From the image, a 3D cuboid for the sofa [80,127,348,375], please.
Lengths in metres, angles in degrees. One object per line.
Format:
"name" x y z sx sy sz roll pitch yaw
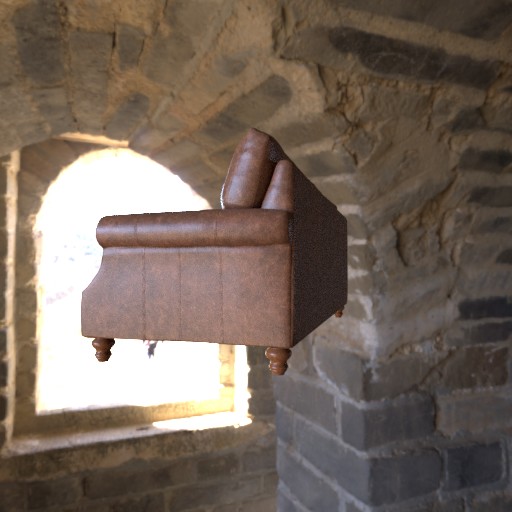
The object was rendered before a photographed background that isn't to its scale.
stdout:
"sofa" 0.000 0.000 2.849 0.973 0.977 2.351 0 -1 17
